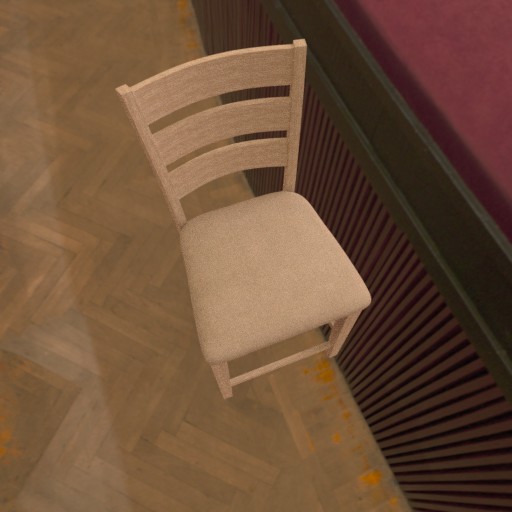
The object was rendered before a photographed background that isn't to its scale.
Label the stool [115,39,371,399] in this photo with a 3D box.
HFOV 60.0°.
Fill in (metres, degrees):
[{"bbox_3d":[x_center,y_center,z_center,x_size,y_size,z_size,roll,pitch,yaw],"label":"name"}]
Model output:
[{"bbox_3d":[0.000,0.000,1.342,0.484,1.032,0.569,-19,65,-9],"label":"stool"}]
